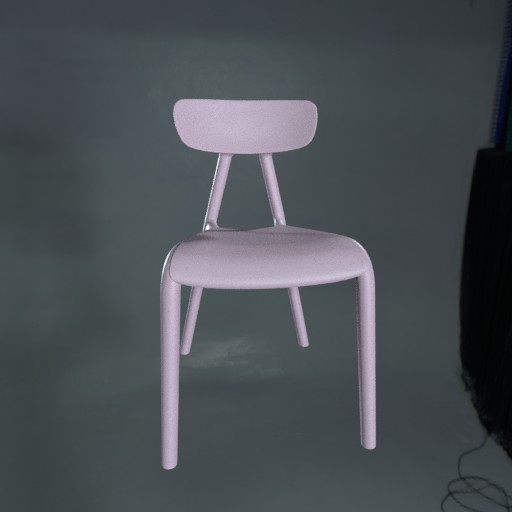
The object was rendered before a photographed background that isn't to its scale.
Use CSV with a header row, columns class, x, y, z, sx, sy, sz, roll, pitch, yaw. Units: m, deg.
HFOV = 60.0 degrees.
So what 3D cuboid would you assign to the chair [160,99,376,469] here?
class,x,y,z,sx,sy,sz,roll,pitch,yaw
chair,0.000,0.000,0.834,0.356,0.580,0.401,-2,15,-8
